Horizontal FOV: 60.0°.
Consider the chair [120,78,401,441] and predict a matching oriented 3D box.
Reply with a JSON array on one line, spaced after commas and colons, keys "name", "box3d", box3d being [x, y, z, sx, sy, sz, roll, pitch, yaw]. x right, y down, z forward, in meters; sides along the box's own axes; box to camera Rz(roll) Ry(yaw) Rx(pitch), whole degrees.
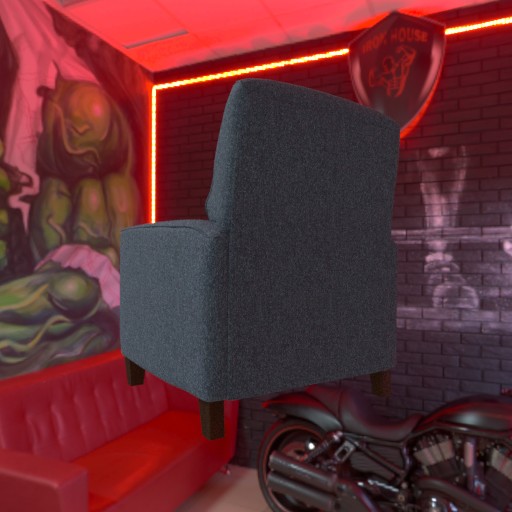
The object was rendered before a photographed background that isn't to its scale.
[{"name": "chair", "box3d": [0.000, 0.000, 1.683, 0.839, 1.016, 0.850, 1, -1, -34]}]
